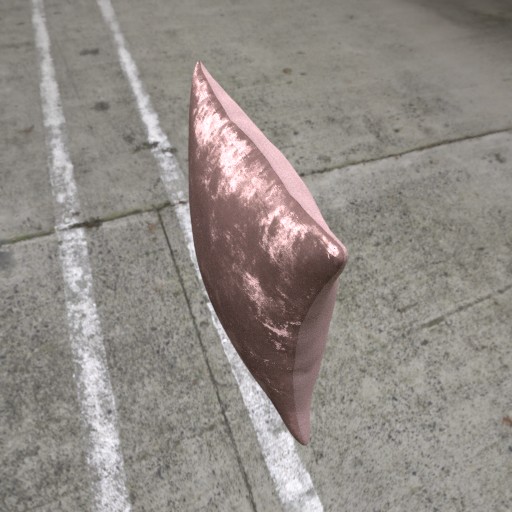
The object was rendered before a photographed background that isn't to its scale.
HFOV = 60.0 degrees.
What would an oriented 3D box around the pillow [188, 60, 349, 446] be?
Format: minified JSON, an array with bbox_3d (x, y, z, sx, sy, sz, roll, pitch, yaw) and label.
[{"bbox_3d":[0.000,0.000,0.727,0.175,0.464,0.470,-15,48,-15],"label":"pillow"}]
